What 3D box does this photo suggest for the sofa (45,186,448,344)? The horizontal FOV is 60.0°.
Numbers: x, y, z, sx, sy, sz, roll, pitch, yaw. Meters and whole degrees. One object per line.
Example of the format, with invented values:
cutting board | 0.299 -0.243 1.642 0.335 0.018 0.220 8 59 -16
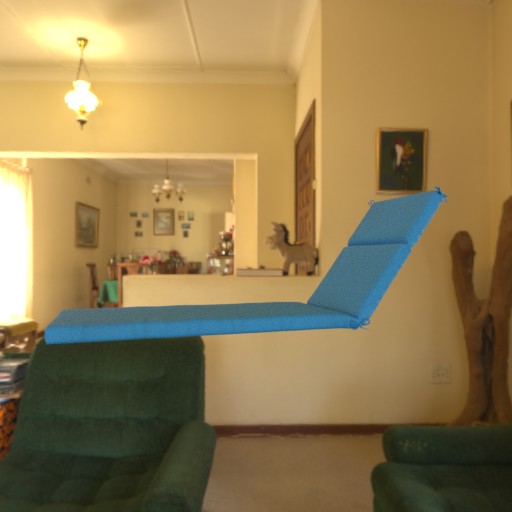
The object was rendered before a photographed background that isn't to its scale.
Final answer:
sofa | 0.000 0.000 1.985 1.663 0.622 0.582 0 0 -18
